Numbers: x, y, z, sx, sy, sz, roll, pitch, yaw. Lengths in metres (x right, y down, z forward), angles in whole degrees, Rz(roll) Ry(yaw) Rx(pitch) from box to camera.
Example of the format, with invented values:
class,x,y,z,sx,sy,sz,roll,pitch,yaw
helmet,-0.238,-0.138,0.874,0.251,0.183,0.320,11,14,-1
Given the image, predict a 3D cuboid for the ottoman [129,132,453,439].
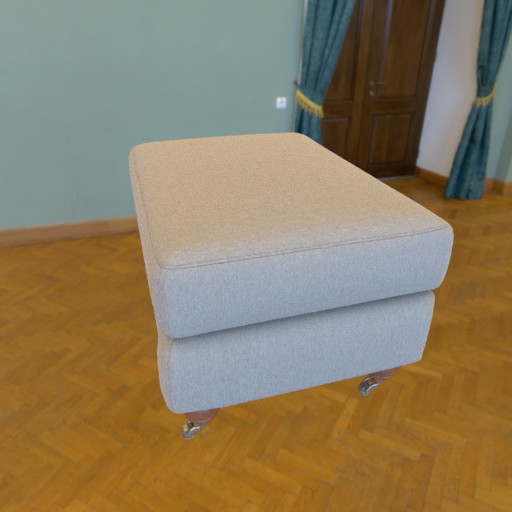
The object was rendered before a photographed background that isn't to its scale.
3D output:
class,x,y,z,sx,sy,sz,roll,pitch,yaw
ottoman,0.000,0.000,1.147,0.574,0.497,0.773,-8,30,-15
